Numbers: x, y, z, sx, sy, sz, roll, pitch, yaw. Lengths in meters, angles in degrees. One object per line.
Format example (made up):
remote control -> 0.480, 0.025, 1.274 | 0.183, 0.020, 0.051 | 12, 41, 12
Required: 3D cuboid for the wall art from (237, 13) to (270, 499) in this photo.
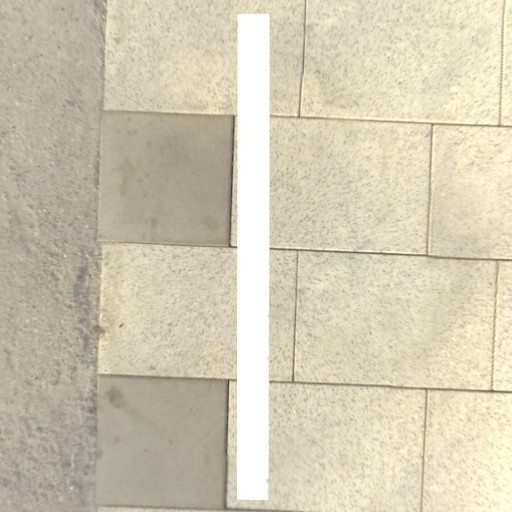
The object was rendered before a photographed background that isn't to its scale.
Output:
wall art -> 0.000, 0.000, 0.756 | 0.041, 0.407, 0.606 | 0, 91, 1
